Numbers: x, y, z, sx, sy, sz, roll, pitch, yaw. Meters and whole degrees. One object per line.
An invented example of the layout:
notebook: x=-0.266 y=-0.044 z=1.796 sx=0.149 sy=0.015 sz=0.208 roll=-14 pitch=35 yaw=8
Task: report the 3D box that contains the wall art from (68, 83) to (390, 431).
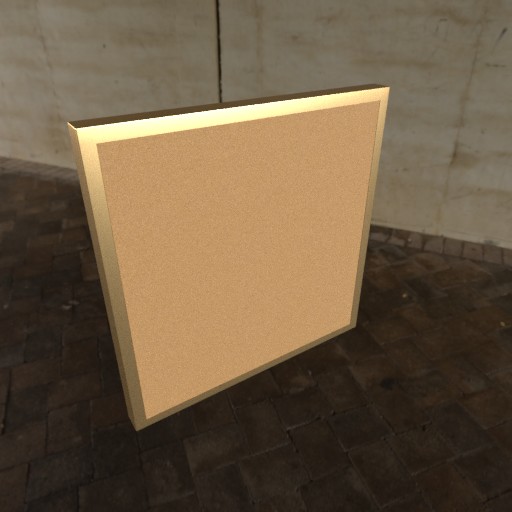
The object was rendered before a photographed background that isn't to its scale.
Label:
wall art: x=0.000 y=0.000 z=0.455 sx=0.305 sy=0.305 sz=0.023 roll=-18 pitch=35 yaw=-28
